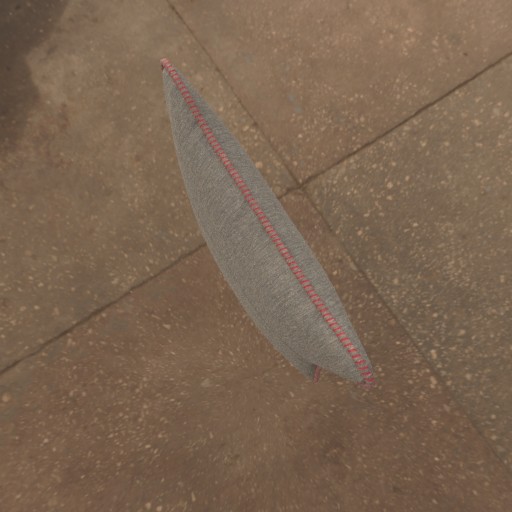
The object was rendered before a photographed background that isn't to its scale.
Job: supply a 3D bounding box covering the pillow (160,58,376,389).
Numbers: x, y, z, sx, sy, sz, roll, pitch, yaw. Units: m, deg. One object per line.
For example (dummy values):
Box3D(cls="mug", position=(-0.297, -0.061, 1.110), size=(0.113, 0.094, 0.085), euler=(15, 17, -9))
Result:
Box3D(cls="pillow", position=(0.000, 0.000, 0.741), size=(0.124, 0.491, 0.482), euler=(-30, 77, -8))
